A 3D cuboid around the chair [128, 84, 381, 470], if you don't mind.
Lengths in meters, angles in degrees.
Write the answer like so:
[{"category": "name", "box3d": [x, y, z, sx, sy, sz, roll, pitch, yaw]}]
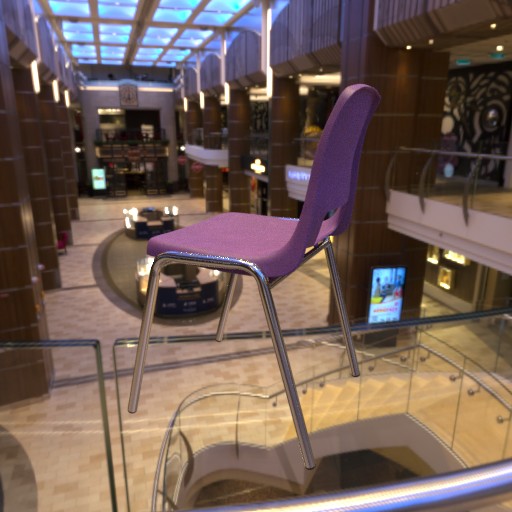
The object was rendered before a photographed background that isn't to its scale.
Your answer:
[{"category": "chair", "box3d": [0.000, 0.000, 0.926, 0.432, 0.654, 0.381, 8, 18, 25]}]
